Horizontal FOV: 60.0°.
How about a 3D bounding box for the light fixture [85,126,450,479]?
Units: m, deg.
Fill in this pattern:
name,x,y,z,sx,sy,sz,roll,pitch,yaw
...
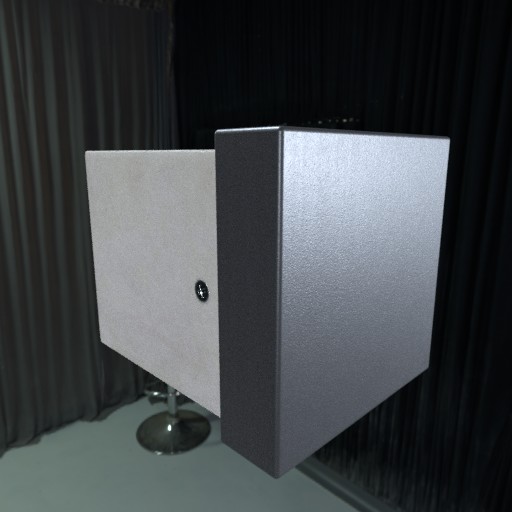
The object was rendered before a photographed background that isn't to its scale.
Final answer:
name,x,y,z,sx,sy,sz,roll,pitch,yaw
light fixture,0.000,0.000,0.233,0.121,0.121,0.143,-12,18,-43
